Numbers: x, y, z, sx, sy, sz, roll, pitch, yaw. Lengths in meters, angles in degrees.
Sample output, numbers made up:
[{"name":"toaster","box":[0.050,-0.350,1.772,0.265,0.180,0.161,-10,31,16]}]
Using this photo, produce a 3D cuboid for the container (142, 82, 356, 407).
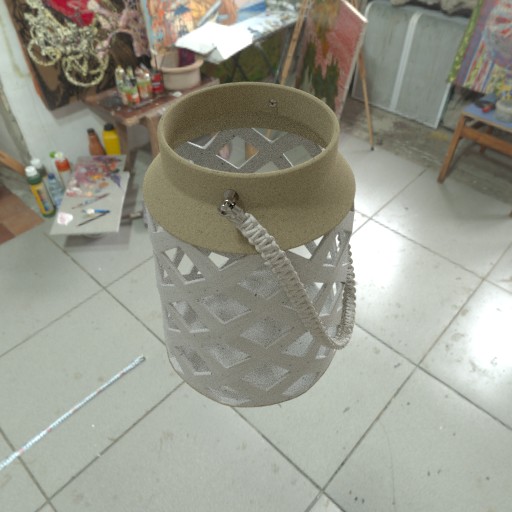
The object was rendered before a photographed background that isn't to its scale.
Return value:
[{"name":"container","box":[0.000,0.000,0.347,0.172,0.229,0.163,10,47,9]}]
